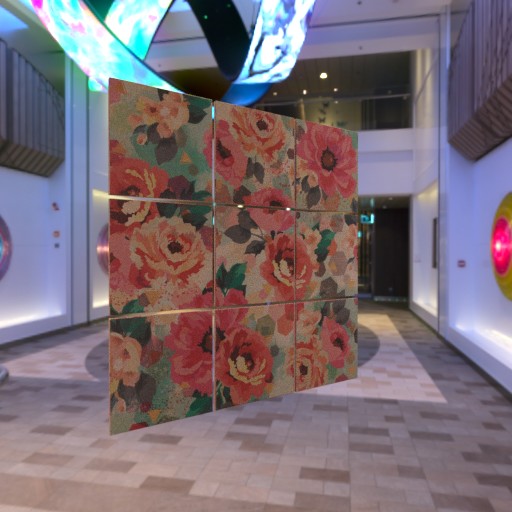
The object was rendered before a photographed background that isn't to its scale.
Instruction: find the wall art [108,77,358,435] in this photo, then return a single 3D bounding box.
[{"bbox_3d":[0.000,0.000,1.389,0.911,0.910,0.012,0,1,-35],"label":"wall art"}]
